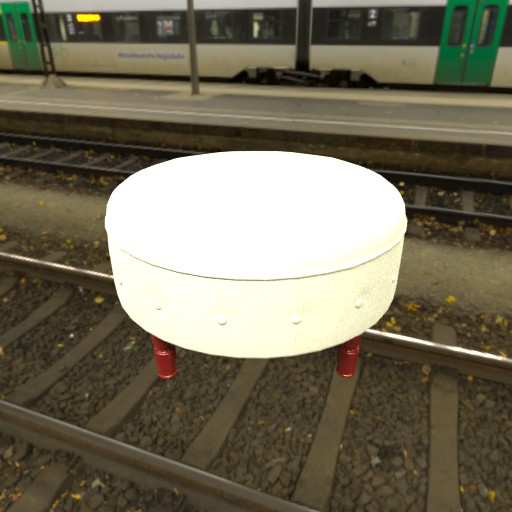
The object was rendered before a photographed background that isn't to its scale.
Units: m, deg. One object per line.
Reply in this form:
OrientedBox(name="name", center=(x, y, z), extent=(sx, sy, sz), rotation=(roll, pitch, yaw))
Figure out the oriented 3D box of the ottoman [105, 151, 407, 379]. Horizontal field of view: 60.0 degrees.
OrientedBox(name="ottoman", center=(0.000, 0.000, 1.376), extent=(0.850, 0.483, 0.850), rotation=(0, 27, 0))
